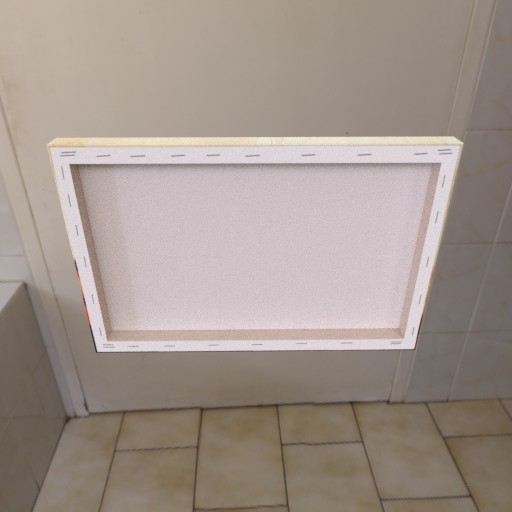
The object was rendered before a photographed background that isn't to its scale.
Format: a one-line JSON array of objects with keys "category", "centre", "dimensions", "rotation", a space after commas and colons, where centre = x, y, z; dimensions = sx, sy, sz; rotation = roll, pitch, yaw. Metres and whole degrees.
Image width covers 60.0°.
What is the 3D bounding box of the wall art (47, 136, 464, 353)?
[{"category": "wall art", "centre": [0.000, 0.000, 0.767], "dimensions": [0.613, 0.402, 0.040], "rotation": [0, 30, -1]}]
